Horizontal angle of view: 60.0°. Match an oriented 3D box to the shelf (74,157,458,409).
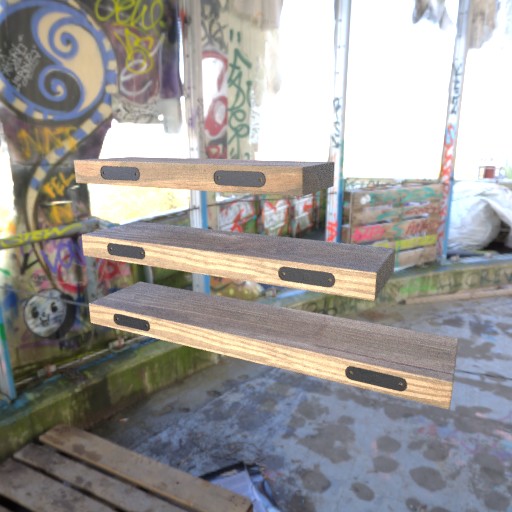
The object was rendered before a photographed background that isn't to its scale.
[{"bbox_3d":[0.000,0.000,0.707,0.610,0.293,0.140,7,17,25],"label":"shelf"}]
